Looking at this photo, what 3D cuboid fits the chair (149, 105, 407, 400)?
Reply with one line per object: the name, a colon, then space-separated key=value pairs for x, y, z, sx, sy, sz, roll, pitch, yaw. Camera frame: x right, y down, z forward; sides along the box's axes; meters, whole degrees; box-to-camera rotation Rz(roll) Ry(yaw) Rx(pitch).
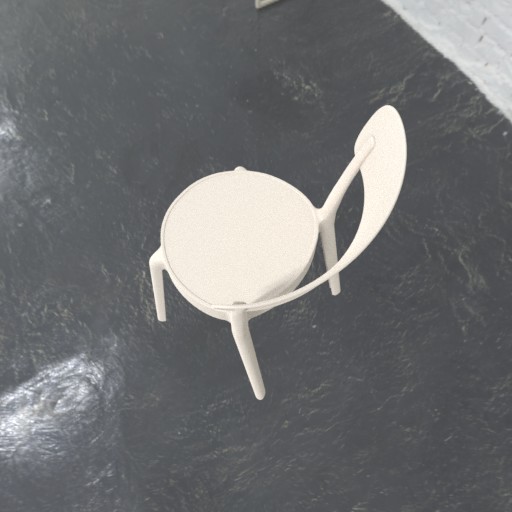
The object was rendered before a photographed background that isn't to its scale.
chair: x=0.000 y=0.000 z=1.122 sx=0.491 sy=0.790 sz=0.506 roll=34 pitch=69 yaw=15
